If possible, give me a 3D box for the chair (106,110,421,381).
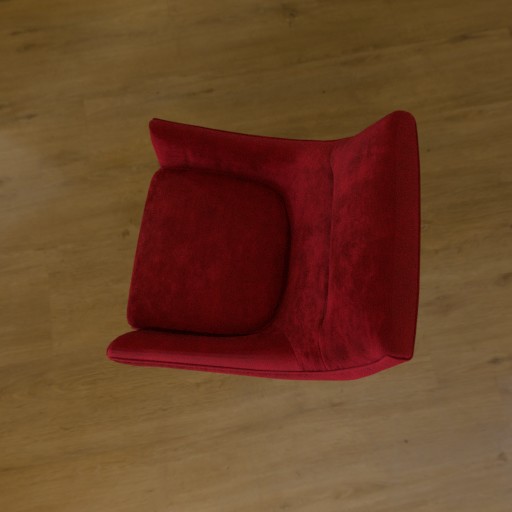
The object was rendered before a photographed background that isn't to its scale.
[{"bbox_3d":[0.000,0.000,1.432,0.787,0.838,0.762,6,75,2],"label":"chair"}]
